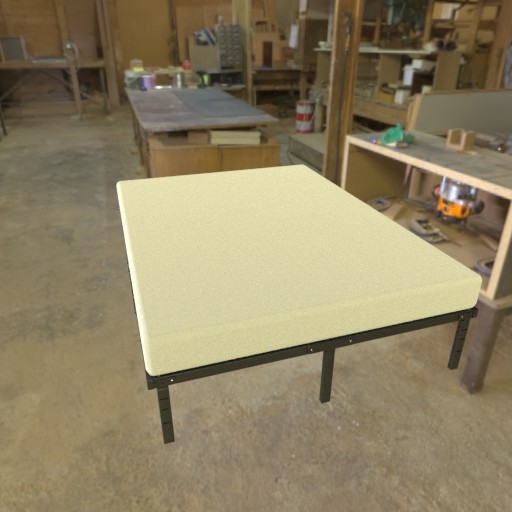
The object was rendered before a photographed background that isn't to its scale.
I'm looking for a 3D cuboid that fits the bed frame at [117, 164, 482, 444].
[{"bbox_3d":[0.000,0.000,3.569,1.990,0.680,2.635,-8,28,-16],"label":"bed frame"}]
